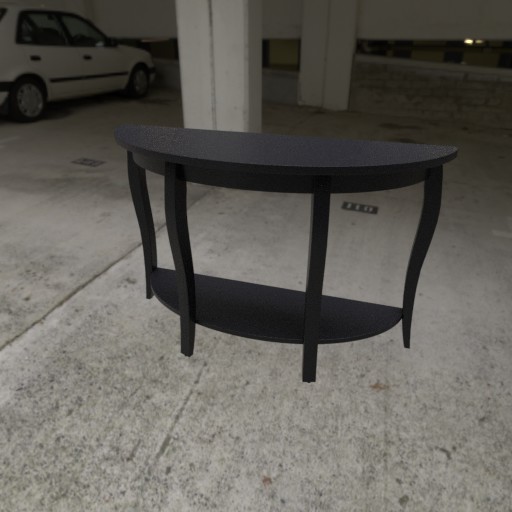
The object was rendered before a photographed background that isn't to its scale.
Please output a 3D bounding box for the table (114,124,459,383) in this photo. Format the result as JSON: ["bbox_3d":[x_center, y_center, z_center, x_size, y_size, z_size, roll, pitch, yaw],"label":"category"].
[{"bbox_3d":[0.000,0.000,1.583,1.219,0.780,0.394,8,28,16],"label":"table"}]
